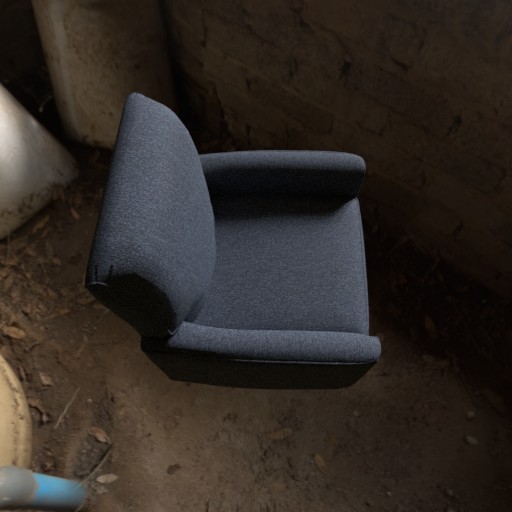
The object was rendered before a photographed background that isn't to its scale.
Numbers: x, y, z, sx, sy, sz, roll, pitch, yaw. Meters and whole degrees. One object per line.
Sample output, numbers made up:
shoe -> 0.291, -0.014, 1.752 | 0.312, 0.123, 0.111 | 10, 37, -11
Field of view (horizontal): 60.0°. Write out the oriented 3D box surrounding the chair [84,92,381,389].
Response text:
chair -> 0.000, 0.000, 1.635 | 0.850, 1.016, 0.839 | 2, 64, 1
